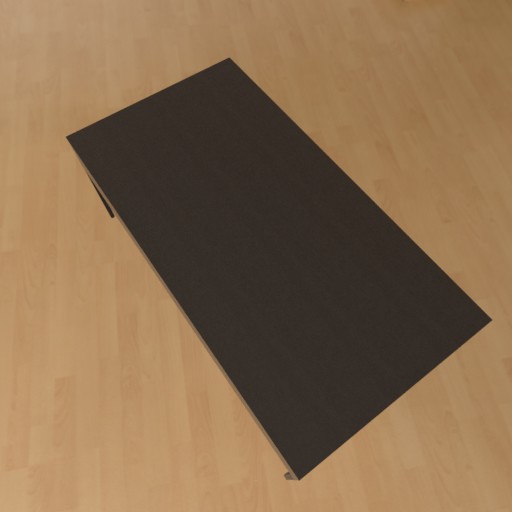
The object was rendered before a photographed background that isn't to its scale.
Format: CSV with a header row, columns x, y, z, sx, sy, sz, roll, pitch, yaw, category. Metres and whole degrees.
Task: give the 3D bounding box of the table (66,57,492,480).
x,y,z,sx,sy,sz,roll,pitch,yaw,category
0.000,0.000,1.353,0.574,0.435,1.095,-33,68,-15,table
